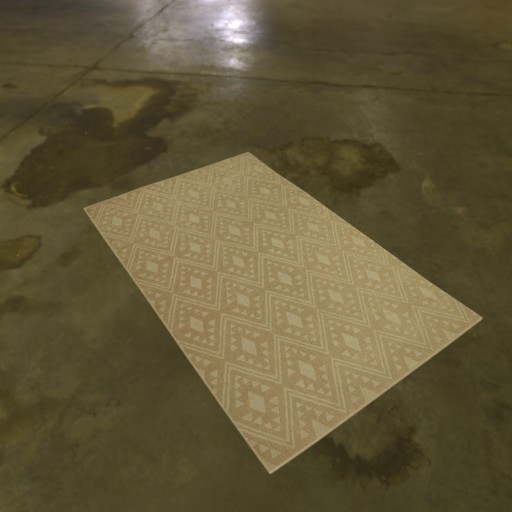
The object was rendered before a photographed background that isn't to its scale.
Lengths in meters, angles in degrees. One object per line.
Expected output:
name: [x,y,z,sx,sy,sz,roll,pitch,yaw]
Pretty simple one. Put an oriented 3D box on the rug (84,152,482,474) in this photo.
rug: [0.000,0.000,3.004,1.553,0.053,2.430,-25,48,-25]
